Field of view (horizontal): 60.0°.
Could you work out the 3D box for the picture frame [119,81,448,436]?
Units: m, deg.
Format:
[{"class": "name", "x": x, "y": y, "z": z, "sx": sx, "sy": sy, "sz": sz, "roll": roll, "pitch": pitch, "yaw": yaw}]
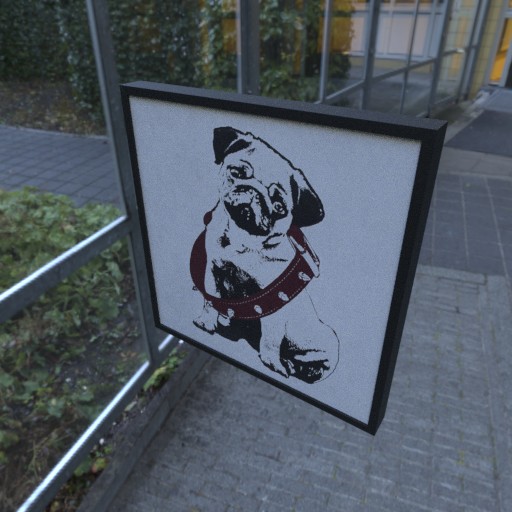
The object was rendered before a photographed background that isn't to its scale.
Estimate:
[{"class": "picture frame", "x": 0.000, "y": 0.000, "z": 0.468, "sx": 0.317, "sy": 0.317, "sz": 0.030, "roll": 19, "pitch": 35, "yaw": 29}]
